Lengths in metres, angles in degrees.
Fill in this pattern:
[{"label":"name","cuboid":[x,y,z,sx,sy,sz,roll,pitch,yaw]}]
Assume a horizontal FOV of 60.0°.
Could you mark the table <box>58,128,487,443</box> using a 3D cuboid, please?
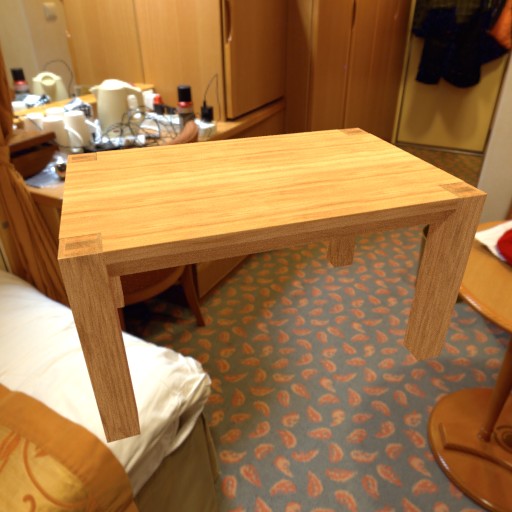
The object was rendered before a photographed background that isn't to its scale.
[{"label":"table","cuboid":[0.000,0.000,1.914,1.400,0.760,0.900,-10,32,-16]}]
